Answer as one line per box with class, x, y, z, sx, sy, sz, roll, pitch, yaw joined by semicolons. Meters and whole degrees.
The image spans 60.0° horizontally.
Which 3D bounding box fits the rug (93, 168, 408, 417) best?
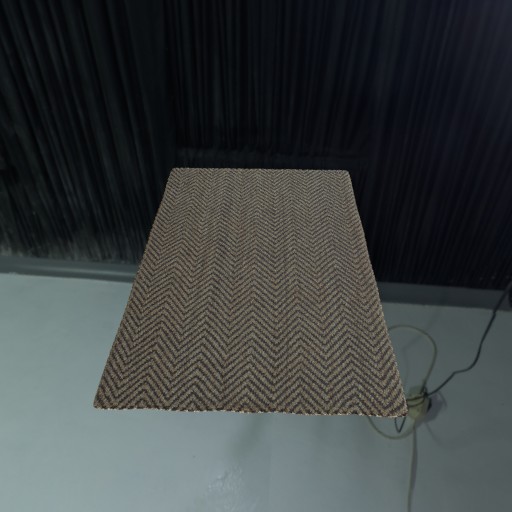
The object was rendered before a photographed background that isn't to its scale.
rug;0.000;0.000;2.382;1.219;0.008;1.828;1;41;1
